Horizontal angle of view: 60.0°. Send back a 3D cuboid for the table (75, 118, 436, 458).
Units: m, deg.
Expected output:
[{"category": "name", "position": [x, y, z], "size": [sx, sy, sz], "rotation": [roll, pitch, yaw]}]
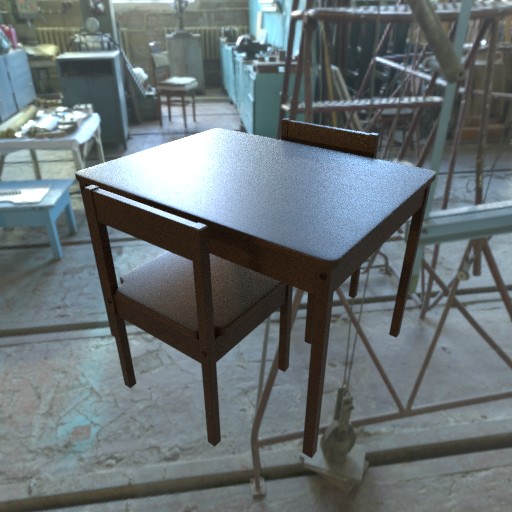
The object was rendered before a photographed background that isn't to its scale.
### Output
[{"category": "table", "position": [0.000, 0.000, 1.092], "size": [0.650, 0.503, 0.672], "rotation": [20, 36, 31]}]
